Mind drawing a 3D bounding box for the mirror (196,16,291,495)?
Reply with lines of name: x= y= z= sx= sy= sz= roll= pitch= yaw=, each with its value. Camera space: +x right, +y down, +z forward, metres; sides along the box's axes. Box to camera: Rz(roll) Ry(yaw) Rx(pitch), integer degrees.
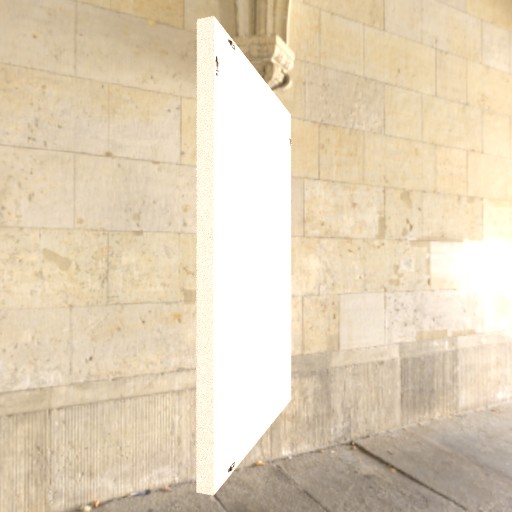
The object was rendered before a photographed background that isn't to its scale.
mirror: x=0.000 y=0.000 z=1.139 sx=0.041 sy=0.915 sz=0.609 roll=0 pitch=-1 yaw=18
